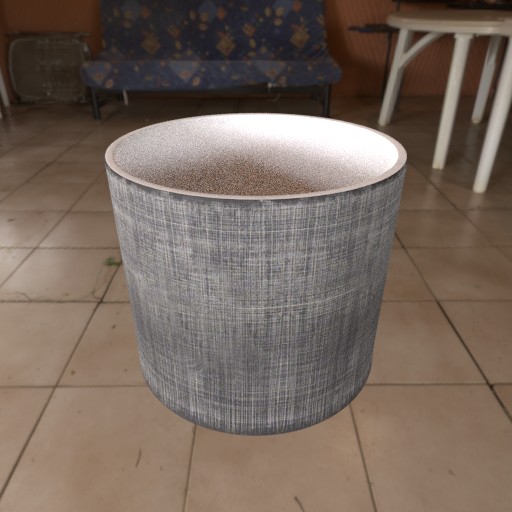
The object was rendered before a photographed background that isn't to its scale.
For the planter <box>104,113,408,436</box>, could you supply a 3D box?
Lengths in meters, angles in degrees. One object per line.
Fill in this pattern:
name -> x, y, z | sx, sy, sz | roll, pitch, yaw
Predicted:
planter -> 0.000, 0.000, 0.310 | 0.178, 0.157, 0.178 | 0, 30, 0
